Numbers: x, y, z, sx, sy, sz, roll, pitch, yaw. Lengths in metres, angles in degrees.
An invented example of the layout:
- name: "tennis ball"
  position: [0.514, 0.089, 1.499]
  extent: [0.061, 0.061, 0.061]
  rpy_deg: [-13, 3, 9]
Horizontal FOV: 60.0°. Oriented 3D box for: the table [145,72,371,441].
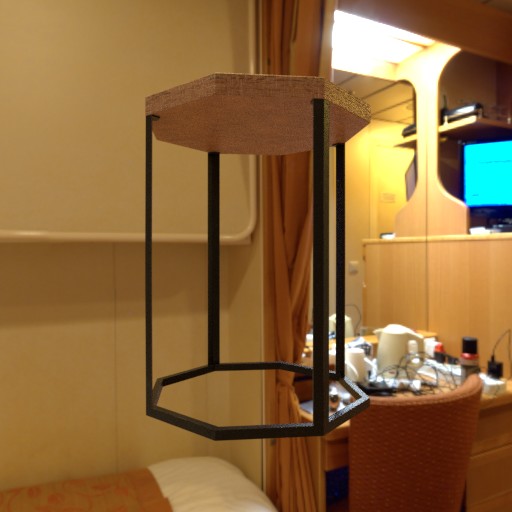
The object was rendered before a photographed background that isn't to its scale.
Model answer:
- name: "table"
  position: [0.000, 0.000, 0.875]
  extent: [0.437, 0.553, 0.437]
  rpy_deg: [0, 1, 16]
